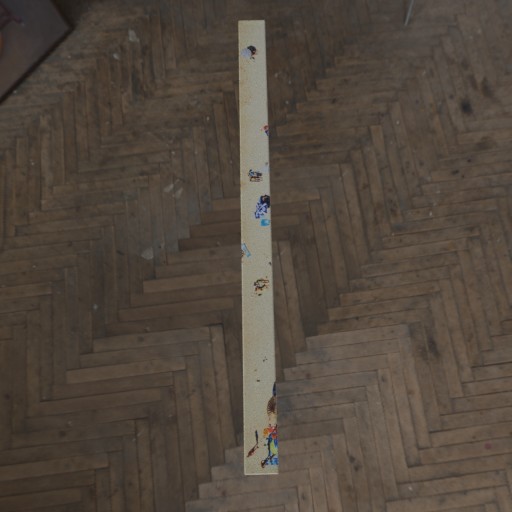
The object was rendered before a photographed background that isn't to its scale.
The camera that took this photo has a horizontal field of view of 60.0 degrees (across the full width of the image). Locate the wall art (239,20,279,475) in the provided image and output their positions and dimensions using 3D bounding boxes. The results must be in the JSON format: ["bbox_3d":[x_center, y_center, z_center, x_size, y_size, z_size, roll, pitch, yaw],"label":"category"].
[{"bbox_3d":[0.000,0.000,0.770,0.039,0.406,0.609,-1,76,0],"label":"wall art"}]
